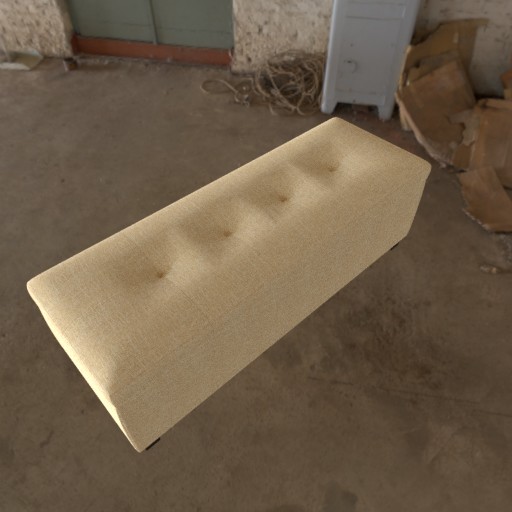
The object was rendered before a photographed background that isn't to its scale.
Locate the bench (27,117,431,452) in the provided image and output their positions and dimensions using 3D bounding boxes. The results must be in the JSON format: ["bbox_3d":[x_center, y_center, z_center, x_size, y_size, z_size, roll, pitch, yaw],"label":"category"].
[{"bbox_3d":[0.000,0.000,1.425,1.219,0.406,0.432,-34,55,-28],"label":"bench"}]
